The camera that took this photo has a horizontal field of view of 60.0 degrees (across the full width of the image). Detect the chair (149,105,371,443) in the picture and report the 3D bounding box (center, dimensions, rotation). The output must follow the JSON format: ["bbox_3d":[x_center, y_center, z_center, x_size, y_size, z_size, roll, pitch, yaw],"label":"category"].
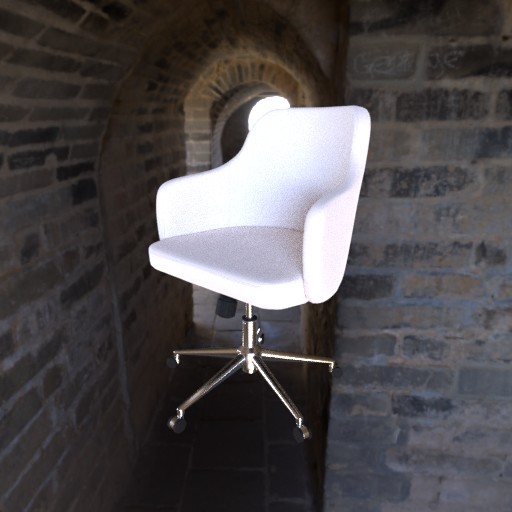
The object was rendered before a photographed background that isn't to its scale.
[{"bbox_3d":[0.000,0.000,1.262,0.602,0.819,0.647,15,22,41],"label":"chair"}]
